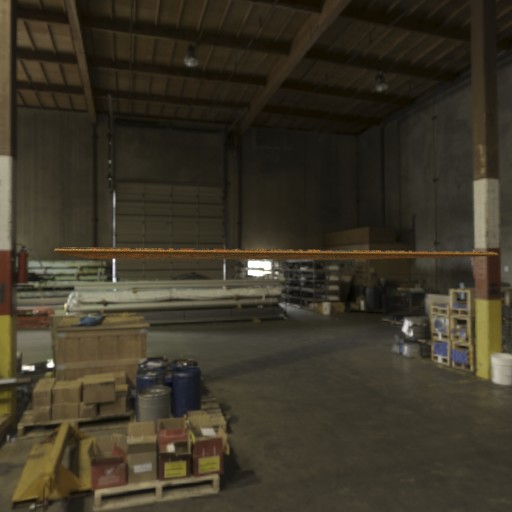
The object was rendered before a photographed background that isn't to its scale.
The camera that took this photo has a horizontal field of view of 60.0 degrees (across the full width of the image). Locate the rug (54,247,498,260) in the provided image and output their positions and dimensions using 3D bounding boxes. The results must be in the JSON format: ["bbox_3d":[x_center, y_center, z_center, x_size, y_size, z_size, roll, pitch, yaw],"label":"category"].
[{"bbox_3d":[0.000,0.000,4.018,3.040,0.031,2.435,0,-1,-17],"label":"rug"}]
